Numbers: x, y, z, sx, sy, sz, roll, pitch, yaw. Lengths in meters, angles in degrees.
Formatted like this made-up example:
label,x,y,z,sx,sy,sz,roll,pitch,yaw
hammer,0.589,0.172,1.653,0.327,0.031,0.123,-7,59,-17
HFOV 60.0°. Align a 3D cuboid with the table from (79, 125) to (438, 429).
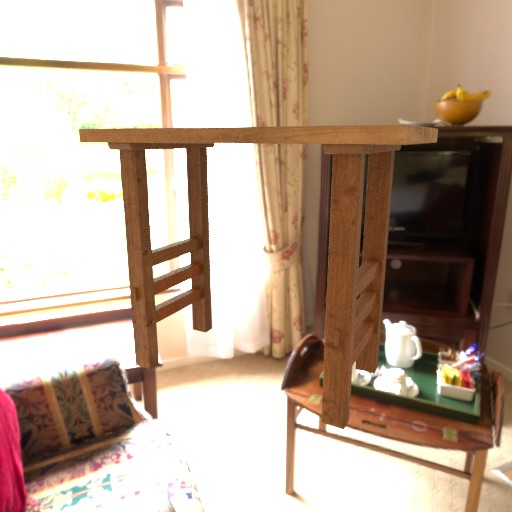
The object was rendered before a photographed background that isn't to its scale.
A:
label,x,y,z,sx,sy,sz,roll,pitch,yaw
table,0.000,0.000,1.657,1.119,0.914,0.556,8,17,27
